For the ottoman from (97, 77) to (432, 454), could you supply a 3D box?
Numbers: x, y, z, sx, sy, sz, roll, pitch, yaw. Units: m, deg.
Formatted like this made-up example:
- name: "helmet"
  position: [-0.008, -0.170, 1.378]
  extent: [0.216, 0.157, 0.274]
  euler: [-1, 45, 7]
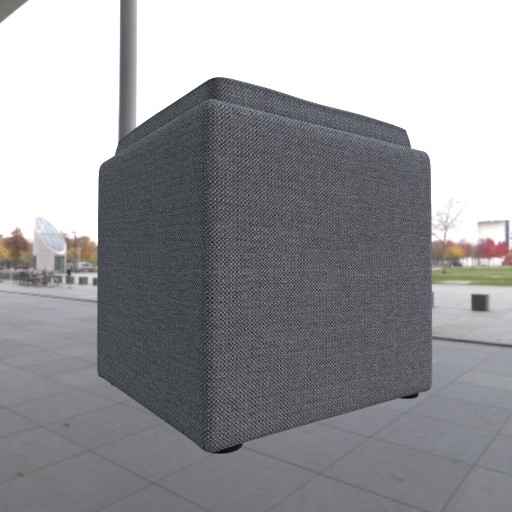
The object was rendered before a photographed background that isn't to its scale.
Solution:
- name: "ottoman"
  position: [0.000, 0.000, 0.816]
  extent: [0.454, 0.487, 0.436]
  euler: [1, -1, -36]
